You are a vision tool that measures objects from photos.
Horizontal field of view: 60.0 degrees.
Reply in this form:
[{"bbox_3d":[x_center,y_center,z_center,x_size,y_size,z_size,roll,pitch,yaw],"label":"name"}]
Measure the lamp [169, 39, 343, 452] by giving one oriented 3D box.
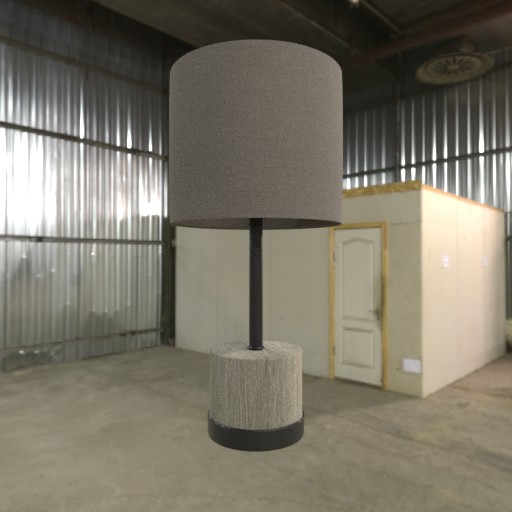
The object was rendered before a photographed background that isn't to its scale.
[{"bbox_3d":[0.000,0.000,0.594,0.229,0.470,0.229,0,0,-18],"label":"lamp"}]
